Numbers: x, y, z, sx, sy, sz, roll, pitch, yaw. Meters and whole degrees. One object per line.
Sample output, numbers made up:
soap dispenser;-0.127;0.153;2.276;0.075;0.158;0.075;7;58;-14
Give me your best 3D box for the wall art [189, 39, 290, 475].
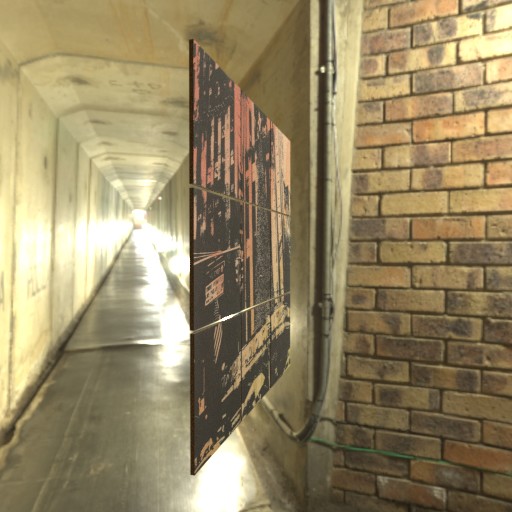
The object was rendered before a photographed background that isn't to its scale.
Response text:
wall art;0.000;0.000;1.370;0.010;0.917;0.919;0;1;17
